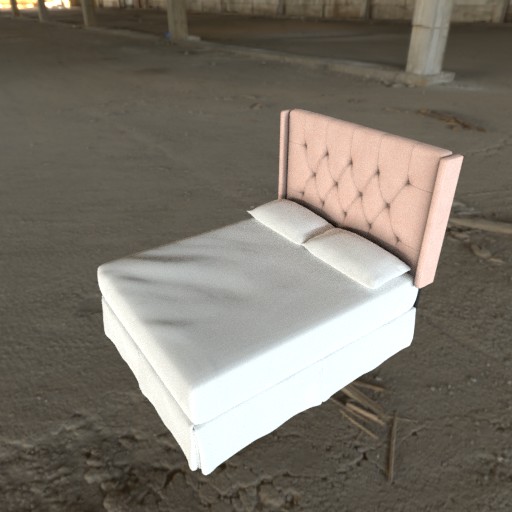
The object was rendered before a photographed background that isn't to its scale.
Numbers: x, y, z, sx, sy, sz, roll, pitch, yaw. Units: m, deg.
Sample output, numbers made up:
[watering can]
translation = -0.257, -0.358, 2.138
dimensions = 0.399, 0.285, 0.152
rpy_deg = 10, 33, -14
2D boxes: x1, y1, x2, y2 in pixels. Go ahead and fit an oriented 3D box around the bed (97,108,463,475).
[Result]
[bed]
translation = 0.000, 0.000, 3.350
dimensions = 2.066, 1.665, 1.719
rpy_deg = -20, 36, -30
